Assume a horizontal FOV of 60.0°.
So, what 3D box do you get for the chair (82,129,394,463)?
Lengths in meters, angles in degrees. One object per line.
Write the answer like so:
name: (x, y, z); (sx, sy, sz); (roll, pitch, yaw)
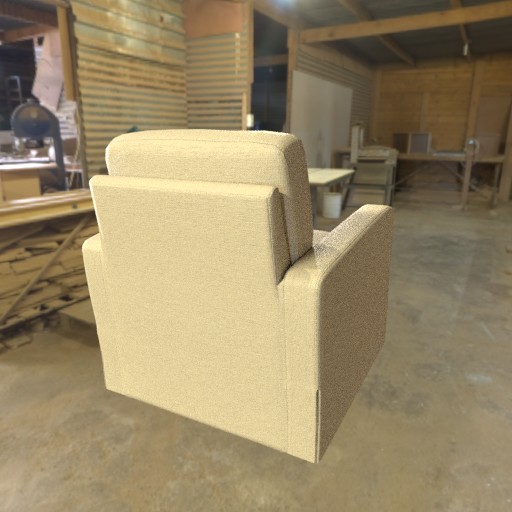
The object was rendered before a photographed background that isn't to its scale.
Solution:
chair: (0.000, 0.000, 1.503); (0.755, 0.827, 0.888); (8, 18, 27)
